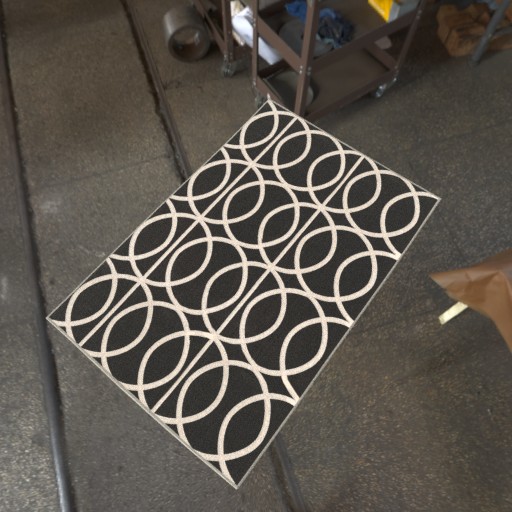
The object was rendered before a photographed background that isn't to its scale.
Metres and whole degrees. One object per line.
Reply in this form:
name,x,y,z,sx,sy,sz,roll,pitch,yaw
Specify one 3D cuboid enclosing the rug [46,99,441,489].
rug,0.000,0.000,2.917,1.528,0.014,2.294,35,70,15
